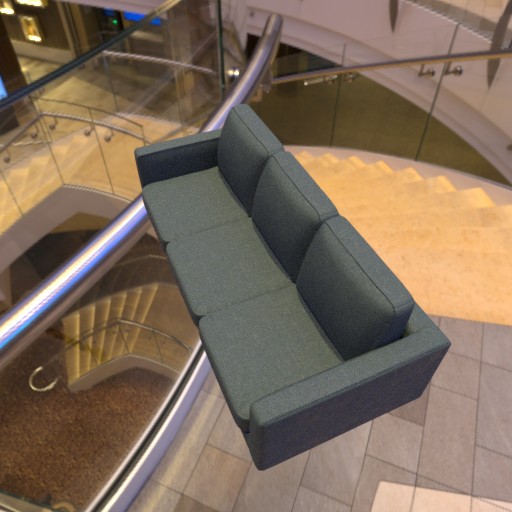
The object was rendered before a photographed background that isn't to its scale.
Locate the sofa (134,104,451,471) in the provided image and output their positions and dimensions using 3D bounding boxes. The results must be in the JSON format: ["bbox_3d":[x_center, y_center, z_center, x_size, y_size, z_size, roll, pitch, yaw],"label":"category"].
[{"bbox_3d":[0.000,0.000,2.549,0.935,0.945,2.013,-18,49,-16],"label":"sofa"}]
